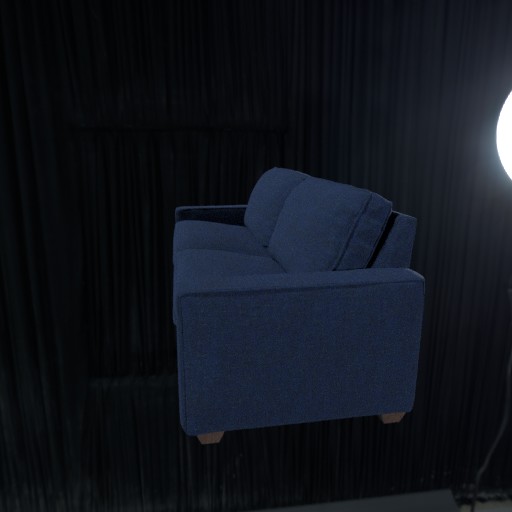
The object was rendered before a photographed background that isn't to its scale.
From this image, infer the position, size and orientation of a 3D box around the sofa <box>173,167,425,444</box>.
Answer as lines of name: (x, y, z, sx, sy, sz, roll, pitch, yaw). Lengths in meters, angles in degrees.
sofa: (0.000, 0.000, 2.536, 0.940, 0.919, 2.080, -2, 14, -10)
